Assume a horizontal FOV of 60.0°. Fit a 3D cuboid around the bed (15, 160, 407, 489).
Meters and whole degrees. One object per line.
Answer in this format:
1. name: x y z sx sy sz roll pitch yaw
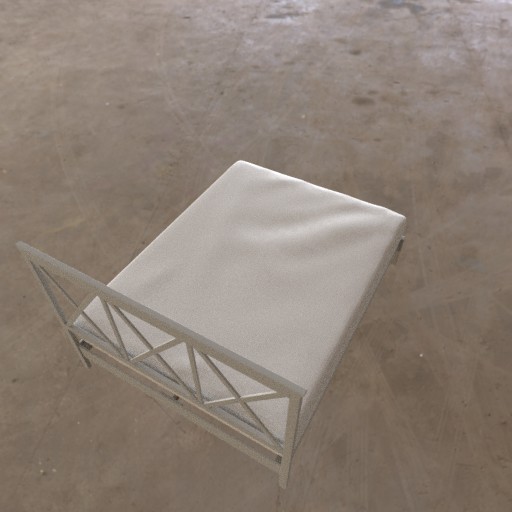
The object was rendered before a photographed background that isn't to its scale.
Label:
1. bed: 0.000 0.000 3.114 1.673 1.253 2.135 23 51 20
